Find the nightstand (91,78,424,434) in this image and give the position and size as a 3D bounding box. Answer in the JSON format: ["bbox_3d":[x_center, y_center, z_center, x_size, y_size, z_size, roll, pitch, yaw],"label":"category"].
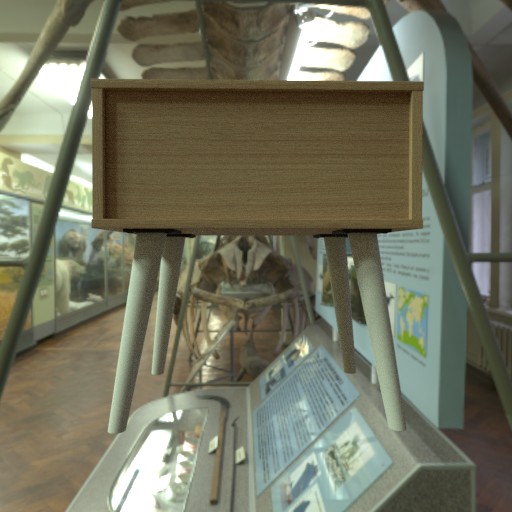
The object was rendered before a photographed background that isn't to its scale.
[{"bbox_3d":[0.000,0.000,0.967,0.571,0.610,0.407,0,1,-1],"label":"nightstand"}]
